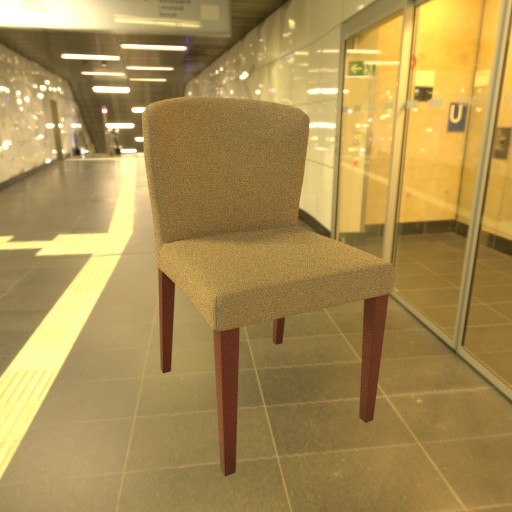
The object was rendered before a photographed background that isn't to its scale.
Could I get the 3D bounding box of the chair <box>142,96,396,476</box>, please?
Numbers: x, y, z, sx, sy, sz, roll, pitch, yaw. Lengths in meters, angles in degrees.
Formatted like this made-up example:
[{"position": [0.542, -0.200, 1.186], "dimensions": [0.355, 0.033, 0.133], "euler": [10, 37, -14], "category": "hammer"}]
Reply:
[{"position": [0.000, 0.000, 1.201], "dimensions": [0.491, 0.839, 0.589], "euler": [-8, 19, -26], "category": "chair"}]
